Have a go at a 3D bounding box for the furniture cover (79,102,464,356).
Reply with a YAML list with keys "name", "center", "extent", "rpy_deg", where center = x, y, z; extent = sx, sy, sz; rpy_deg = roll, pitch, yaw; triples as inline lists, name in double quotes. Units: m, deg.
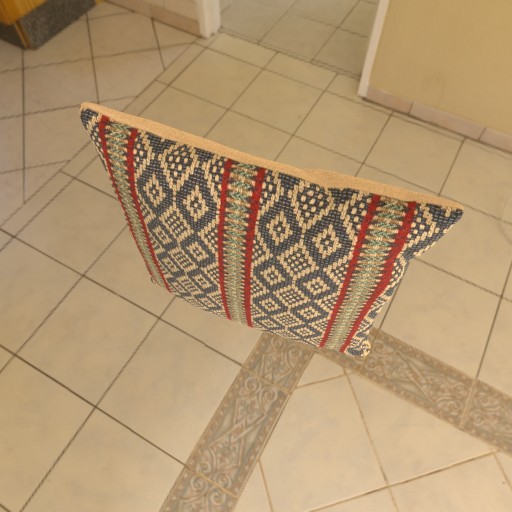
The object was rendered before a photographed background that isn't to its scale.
- name: "furniture cover"
  center: [0.000, 0.000, 0.649]
  extent: [0.431, 0.431, 0.139]
  rpy_deg: [17, 61, 10]
